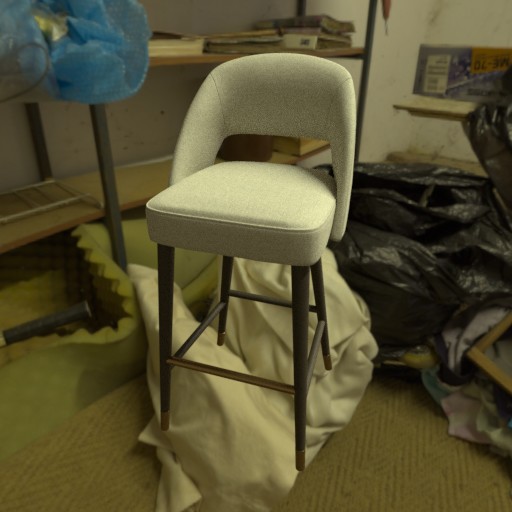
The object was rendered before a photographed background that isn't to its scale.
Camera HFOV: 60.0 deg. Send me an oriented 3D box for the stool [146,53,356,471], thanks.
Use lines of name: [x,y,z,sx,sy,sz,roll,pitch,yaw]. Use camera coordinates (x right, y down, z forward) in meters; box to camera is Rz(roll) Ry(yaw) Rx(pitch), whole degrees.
stool: [0.000,0.000,1.272,0.494,1.037,0.509,9,29,17]
